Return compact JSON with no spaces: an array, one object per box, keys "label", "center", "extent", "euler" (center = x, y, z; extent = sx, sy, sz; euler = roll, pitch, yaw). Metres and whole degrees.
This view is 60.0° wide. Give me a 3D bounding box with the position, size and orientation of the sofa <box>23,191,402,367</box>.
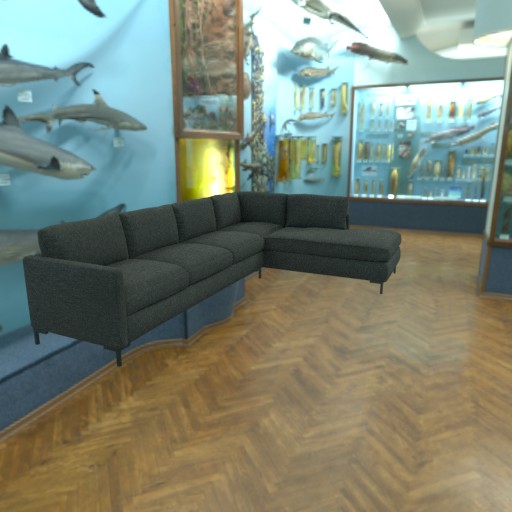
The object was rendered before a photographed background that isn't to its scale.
[{"label":"sofa","center":[0.000,0.000,3.774],"extent":[2.007,0.815,2.949],"euler":[7,15,25]}]
